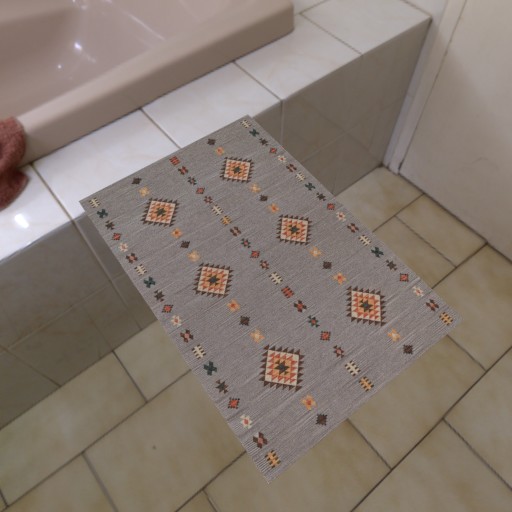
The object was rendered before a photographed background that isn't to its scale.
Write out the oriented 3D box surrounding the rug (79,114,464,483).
[{"bbox_3d":[0.000,0.000,2.382,1.217,0.005,1.818,-32,64,-18],"label":"rug"}]
